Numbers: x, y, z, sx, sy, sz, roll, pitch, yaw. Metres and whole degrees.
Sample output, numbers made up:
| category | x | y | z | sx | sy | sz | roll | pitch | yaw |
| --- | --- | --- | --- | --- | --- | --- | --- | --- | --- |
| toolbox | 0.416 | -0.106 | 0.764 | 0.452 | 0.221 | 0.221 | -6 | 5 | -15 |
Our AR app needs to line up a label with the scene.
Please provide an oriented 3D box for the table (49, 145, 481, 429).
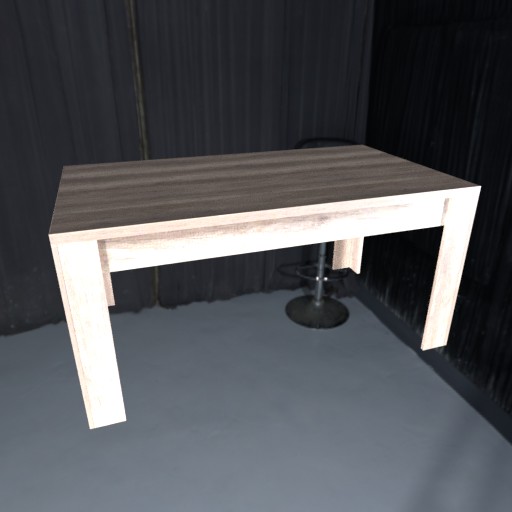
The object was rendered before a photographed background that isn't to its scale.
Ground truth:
| category | x | y | z | sx | sy | sz | roll | pitch | yaw |
| --- | --- | --- | --- | --- | --- | --- | --- | --- | --- |
| table | 0.000 | 0.000 | 2.093 | 1.600 | 0.775 | 0.900 | -8 | 26 | -17 |
